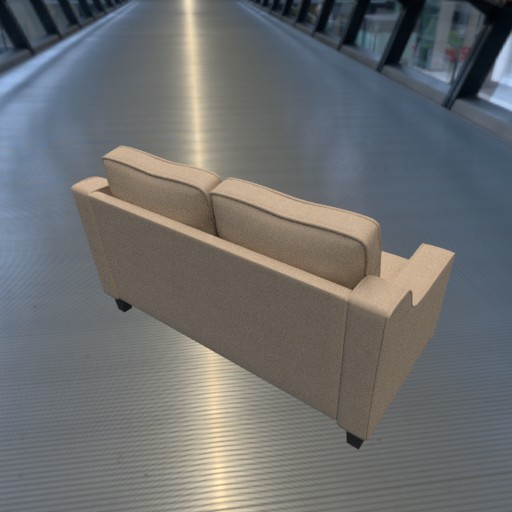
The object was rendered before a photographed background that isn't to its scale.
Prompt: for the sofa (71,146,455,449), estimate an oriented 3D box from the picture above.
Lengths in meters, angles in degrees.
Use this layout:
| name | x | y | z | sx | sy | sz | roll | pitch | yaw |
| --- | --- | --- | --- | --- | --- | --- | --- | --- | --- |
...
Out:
| name | x | y | z | sx | sy | sz | roll | pitch | yaw |
| --- | --- | --- | --- | --- | --- | --- | --- | --- | --- |
| sofa | 0.000 | 0.000 | 3.448 | 2.587 | 1.562 | 1.351 | 21 | 38 | 31 |
